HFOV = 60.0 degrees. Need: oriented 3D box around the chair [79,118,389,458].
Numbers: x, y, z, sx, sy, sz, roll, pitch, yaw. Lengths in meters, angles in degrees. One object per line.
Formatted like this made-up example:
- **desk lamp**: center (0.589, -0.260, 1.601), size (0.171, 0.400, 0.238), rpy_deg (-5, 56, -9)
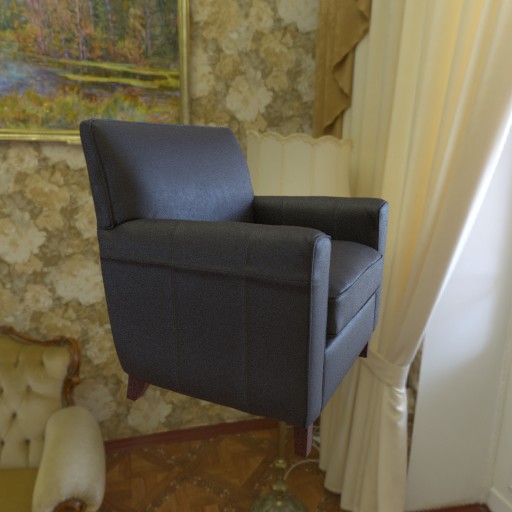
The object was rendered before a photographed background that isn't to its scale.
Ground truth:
- **chair**: center (0.000, 0.000, 1.620), size (0.825, 0.943, 0.870), rpy_deg (7, 16, 27)
